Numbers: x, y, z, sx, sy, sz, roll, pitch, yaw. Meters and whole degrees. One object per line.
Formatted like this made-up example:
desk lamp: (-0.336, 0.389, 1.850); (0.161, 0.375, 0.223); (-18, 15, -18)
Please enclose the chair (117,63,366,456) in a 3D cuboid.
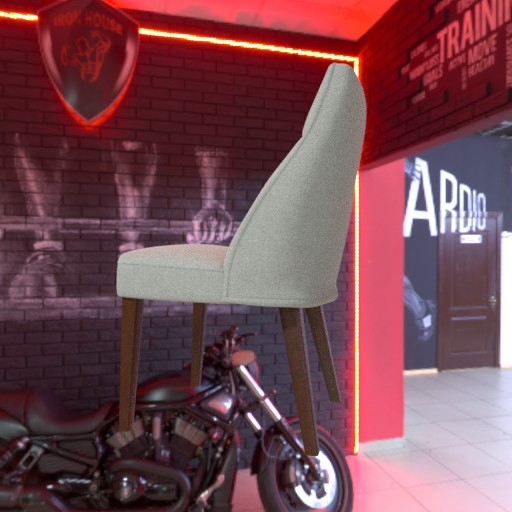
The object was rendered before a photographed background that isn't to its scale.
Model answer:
chair: (0.000, 0.000, 1.291); (0.620, 0.930, 0.500); (0, 0, 18)
